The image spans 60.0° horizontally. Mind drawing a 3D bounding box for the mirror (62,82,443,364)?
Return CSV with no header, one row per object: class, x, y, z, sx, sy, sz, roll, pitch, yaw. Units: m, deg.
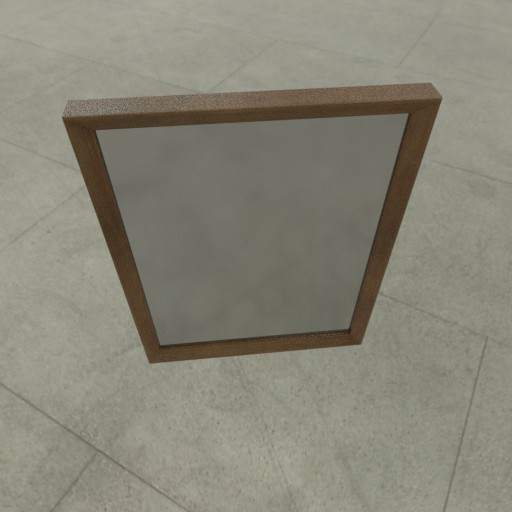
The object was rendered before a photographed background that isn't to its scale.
mirror,0.000,0.000,0.670,0.406,0.509,0.041,-4,48,-4
